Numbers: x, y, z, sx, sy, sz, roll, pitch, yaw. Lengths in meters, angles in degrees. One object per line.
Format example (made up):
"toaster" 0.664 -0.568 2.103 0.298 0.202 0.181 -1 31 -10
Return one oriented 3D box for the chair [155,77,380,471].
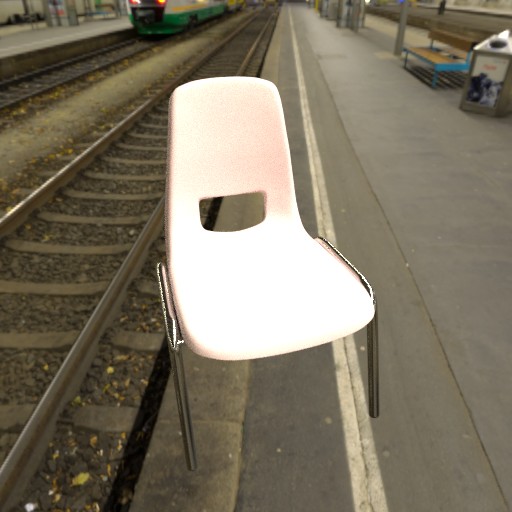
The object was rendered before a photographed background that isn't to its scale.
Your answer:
"chair" 0.000 0.000 0.780 0.354 0.537 0.385 -9 32 -15
